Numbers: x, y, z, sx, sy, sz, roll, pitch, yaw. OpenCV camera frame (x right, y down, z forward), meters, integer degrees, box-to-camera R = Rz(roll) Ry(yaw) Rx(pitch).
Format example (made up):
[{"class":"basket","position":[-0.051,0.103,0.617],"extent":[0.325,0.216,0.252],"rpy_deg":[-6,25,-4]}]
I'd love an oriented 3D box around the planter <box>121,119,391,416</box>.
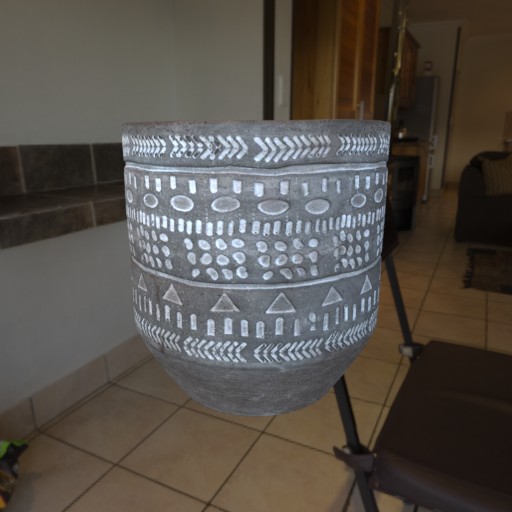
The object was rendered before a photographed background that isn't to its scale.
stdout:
[{"class":"planter","position":[0.000,0.000,0.260],"extent":[0.142,0.149,0.142],"rpy_deg":[0,15,0]}]
